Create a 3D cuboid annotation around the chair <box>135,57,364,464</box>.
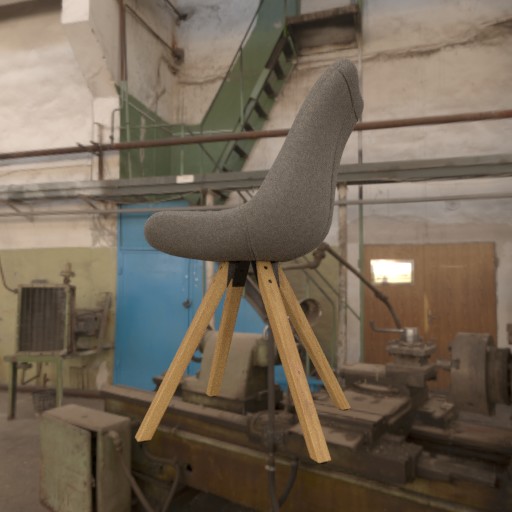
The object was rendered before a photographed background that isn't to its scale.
[{"bbox_3d":[0.000,0.000,1.168,0.550,0.865,0.483,-1,-3,18],"label":"chair"}]
